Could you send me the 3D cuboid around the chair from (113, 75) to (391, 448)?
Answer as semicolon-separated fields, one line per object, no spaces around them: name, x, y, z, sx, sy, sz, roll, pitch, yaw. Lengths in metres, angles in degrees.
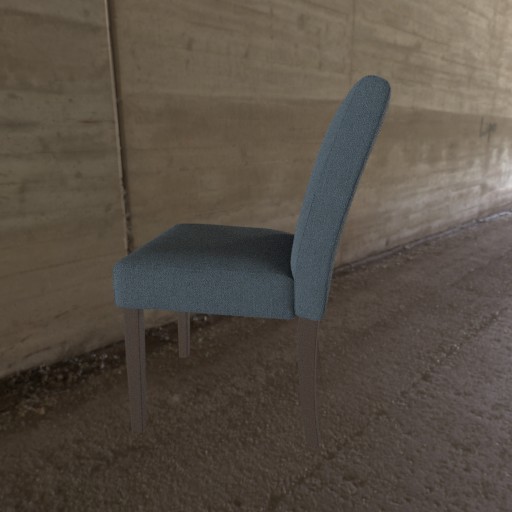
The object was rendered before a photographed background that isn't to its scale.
chair;0.000;0.000;1.226;0.629;0.882;0.487;2;16;8
